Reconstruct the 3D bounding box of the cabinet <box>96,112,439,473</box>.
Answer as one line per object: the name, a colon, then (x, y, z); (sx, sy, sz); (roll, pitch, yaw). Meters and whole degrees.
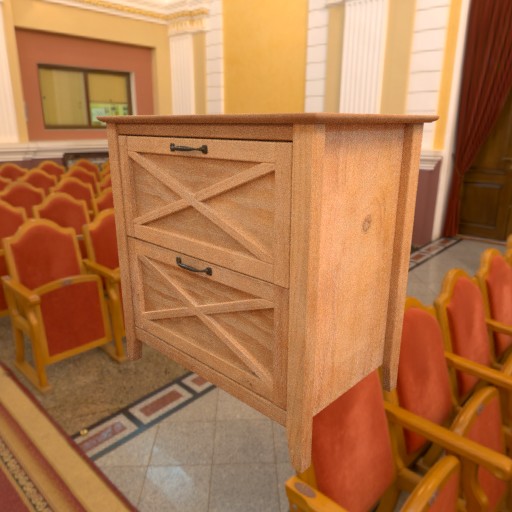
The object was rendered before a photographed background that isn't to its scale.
cabinet: (0.000, 0.000, 1.262); (0.763, 0.762, 0.503); (16, 23, 42)
